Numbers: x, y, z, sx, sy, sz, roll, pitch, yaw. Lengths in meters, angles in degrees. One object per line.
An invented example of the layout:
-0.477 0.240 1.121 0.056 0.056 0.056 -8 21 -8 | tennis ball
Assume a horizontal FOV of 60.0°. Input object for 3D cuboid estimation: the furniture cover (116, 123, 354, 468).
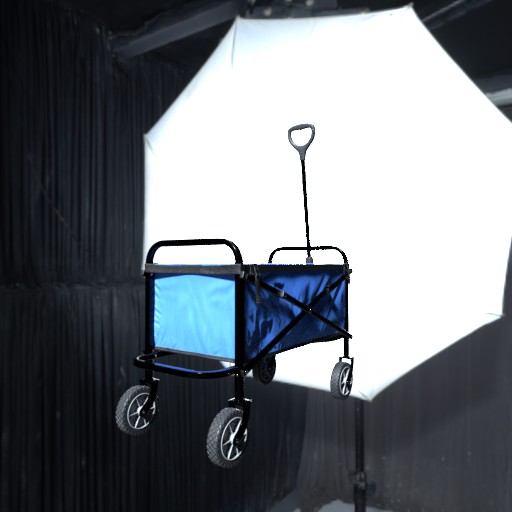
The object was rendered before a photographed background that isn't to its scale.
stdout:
0.000 0.000 1.846 0.532 1.295 1.038 -1 -1 36 | furniture cover
